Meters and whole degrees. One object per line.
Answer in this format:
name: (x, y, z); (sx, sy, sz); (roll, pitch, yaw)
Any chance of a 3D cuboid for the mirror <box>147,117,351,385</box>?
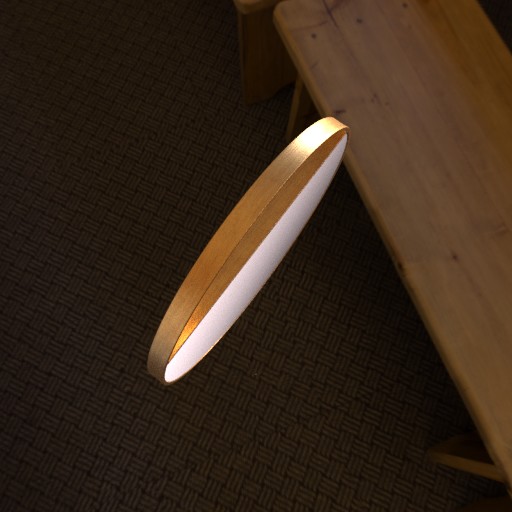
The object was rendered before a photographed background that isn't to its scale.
mirror: (0.000, 0.000, 0.842); (0.032, 0.565, 0.565); (36, 78, 9)
